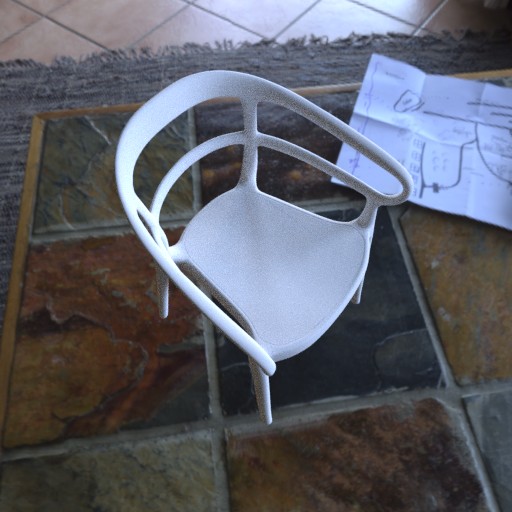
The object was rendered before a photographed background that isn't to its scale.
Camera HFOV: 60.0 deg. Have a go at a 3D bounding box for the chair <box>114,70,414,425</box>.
[{"bbox_3d":[0.000,0.000,1.159,0.527,0.761,0.559,34,65,18],"label":"chair"}]
